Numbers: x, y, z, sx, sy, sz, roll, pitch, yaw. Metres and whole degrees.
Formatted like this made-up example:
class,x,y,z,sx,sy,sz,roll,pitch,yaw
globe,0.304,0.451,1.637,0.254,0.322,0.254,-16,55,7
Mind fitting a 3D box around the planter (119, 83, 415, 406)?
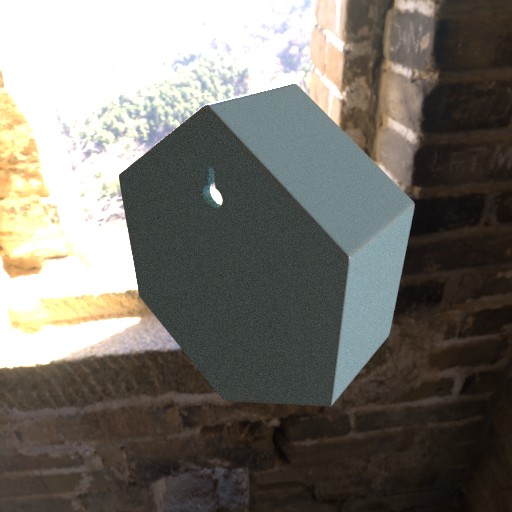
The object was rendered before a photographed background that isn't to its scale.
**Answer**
class,x,y,z,sx,sy,sz,roll,pitch,yaw
planter,0.000,0.000,0.293,0.169,0.207,0.078,22,37,33
